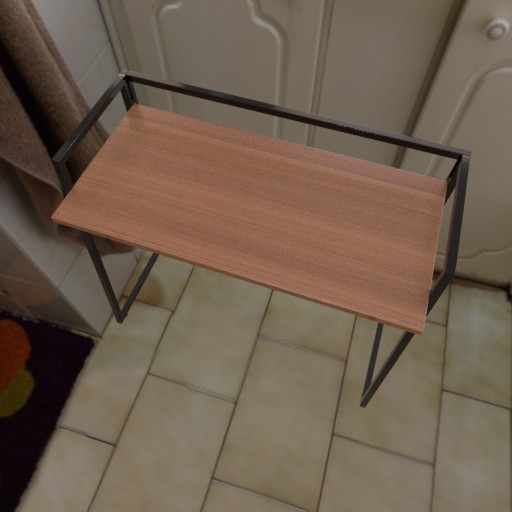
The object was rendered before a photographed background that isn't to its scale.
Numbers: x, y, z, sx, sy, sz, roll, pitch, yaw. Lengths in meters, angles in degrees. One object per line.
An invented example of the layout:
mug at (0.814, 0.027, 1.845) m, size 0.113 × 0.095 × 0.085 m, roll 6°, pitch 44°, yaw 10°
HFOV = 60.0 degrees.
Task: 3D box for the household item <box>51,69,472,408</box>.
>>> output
household item at (0.000, 0.000, 1.518) m, size 1.050 × 0.860 × 0.510 m, roll 17°, pitch 60°, yaw 10°
